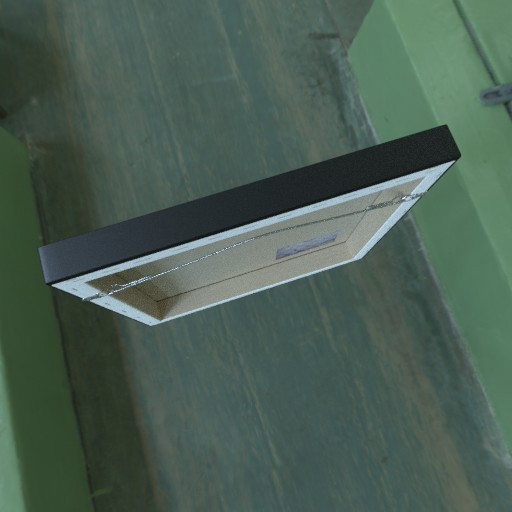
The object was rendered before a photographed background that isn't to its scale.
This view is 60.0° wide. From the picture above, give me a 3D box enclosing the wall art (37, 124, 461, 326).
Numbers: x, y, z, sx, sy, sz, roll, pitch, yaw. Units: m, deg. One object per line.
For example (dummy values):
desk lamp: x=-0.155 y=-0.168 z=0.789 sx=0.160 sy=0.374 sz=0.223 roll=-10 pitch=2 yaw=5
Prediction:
wall art: x=0.000 y=0.000 z=0.608 sx=0.406 sy=0.407 sz=0.041 roll=-17 pitch=76 yaw=-4
